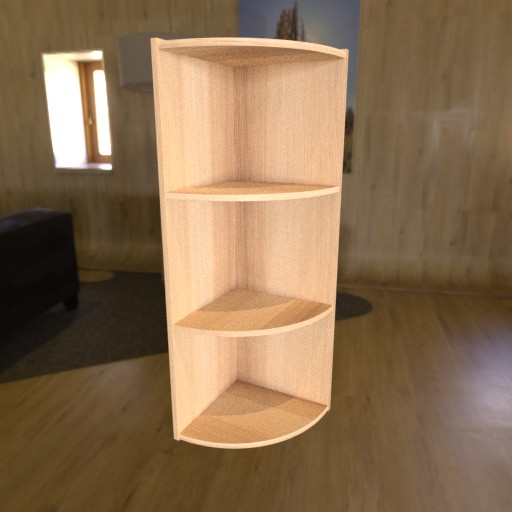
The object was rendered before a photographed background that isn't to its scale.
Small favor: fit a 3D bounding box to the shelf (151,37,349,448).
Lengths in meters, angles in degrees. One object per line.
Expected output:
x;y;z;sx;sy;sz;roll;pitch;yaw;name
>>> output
0.000;0.000;0.997;0.290;0.872;0.290;8;18;27;shelf
